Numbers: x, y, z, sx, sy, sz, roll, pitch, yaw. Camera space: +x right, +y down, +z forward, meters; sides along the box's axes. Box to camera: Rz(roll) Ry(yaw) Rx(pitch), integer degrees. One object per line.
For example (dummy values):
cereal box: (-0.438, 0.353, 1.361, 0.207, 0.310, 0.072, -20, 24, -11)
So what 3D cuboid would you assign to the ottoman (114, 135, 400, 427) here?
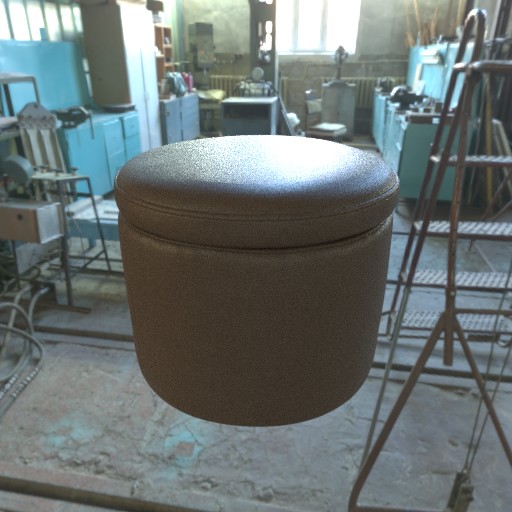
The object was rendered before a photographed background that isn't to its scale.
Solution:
ottoman: (0.000, 0.000, 0.868, 0.500, 0.409, 0.500, 0, 25, 0)
